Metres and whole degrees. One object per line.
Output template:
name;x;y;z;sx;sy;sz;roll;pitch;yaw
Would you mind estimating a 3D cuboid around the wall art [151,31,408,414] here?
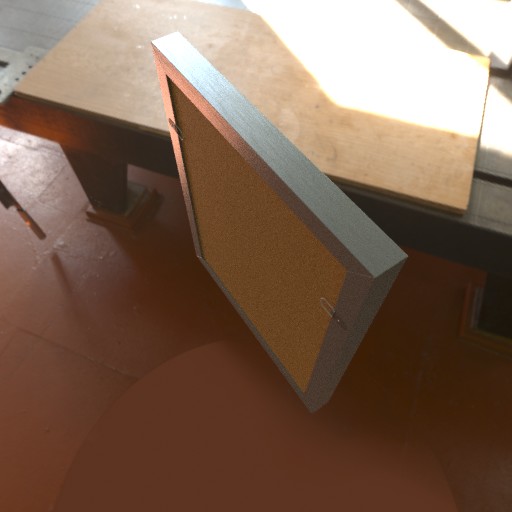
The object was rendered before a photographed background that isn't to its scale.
wall art;0.000;0.000;0.513;0.030;0.379;0.308;-30;63;-17
